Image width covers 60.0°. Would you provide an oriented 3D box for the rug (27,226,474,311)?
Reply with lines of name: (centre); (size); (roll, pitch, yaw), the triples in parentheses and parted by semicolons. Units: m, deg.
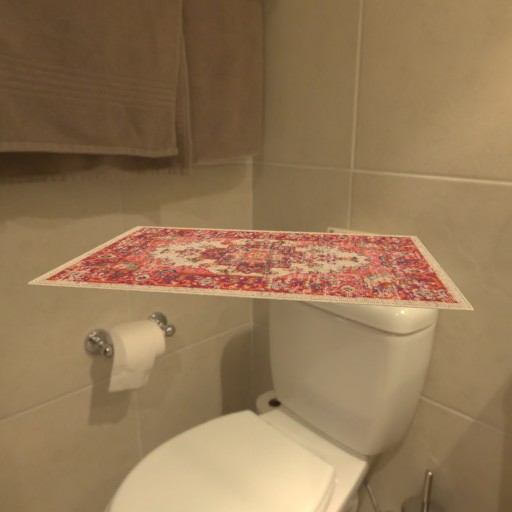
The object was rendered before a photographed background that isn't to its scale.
rug: (0.000, 0.000, 1.107); (0.868, 0.004, 0.556); (3, 16, 9)
